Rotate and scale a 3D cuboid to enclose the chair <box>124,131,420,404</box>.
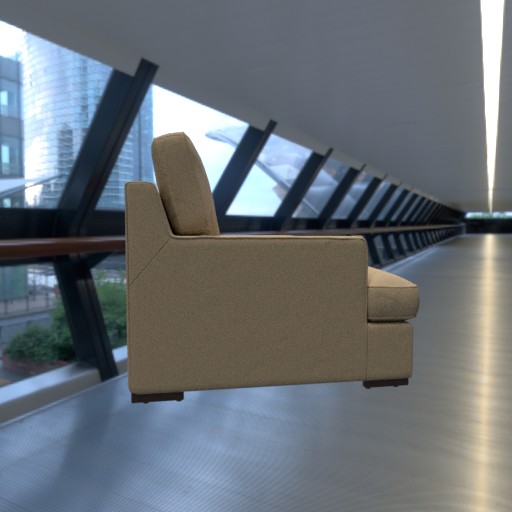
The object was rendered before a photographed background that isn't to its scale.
[{"bbox_3d":[0.000,0.000,2.212,1.274,1.005,1.293,-1,3,-18],"label":"chair"}]
